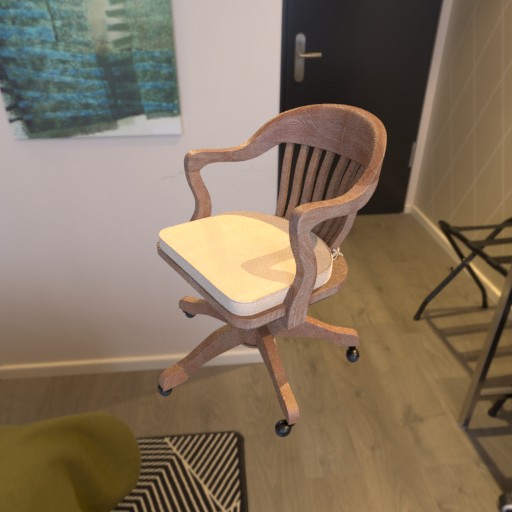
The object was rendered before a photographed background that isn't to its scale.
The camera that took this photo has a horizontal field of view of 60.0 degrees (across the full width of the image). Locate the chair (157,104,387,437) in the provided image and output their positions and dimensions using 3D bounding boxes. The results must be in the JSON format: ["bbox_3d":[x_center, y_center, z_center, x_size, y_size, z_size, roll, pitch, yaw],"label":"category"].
[{"bbox_3d":[0.000,0.000,1.486,0.788,0.878,0.750,-20,36,-30],"label":"chair"}]
